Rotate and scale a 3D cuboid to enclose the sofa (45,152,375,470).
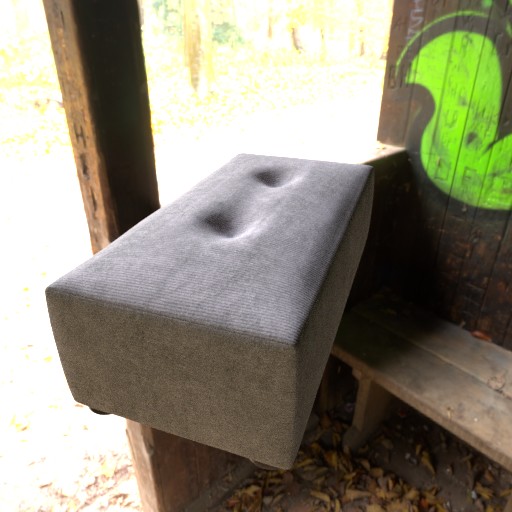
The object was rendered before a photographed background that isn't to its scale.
[{"bbox_3d":[0.000,0.000,1.133,0.480,0.330,0.930,10,30,17],"label":"sofa"}]
